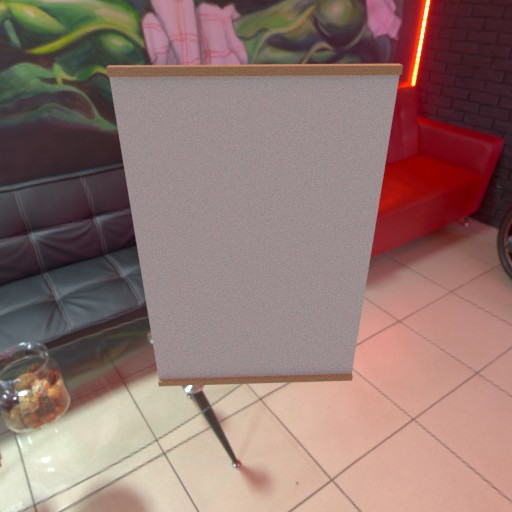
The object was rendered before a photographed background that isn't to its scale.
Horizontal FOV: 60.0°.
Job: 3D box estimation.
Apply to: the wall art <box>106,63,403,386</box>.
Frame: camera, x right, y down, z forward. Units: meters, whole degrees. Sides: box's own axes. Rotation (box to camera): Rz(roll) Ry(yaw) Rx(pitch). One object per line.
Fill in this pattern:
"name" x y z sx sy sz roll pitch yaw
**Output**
"wall art" 0.000 0.000 1.892 0.991 1.510 0.040 -1 32 -2
